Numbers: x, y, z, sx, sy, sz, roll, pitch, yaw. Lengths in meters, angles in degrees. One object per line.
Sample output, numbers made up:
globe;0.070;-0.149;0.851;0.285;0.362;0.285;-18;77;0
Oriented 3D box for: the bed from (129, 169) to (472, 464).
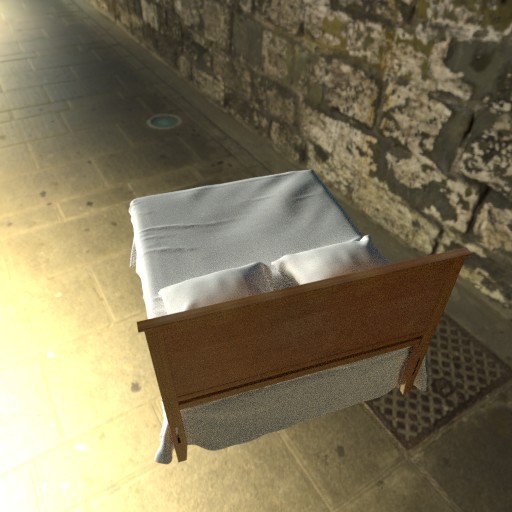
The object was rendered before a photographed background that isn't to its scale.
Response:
bed;0.000;0.000;3.163;1.870;1.273;2.035;-12;43;-13
